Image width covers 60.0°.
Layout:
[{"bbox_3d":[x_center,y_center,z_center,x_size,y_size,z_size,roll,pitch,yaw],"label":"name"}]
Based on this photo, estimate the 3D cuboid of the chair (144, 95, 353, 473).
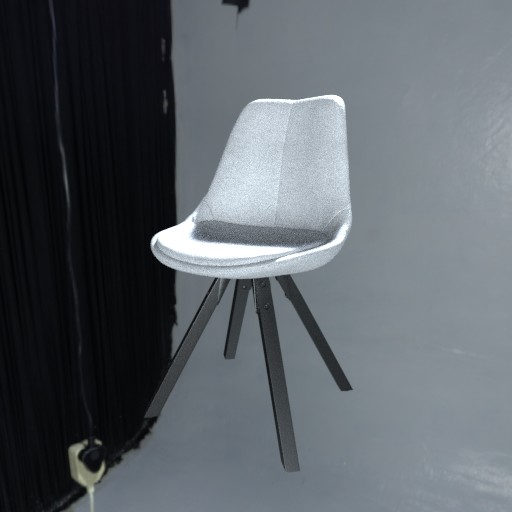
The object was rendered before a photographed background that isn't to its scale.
[{"bbox_3d":[0.000,0.000,1.192,0.485,0.850,0.550,7,16,28],"label":"chair"}]
